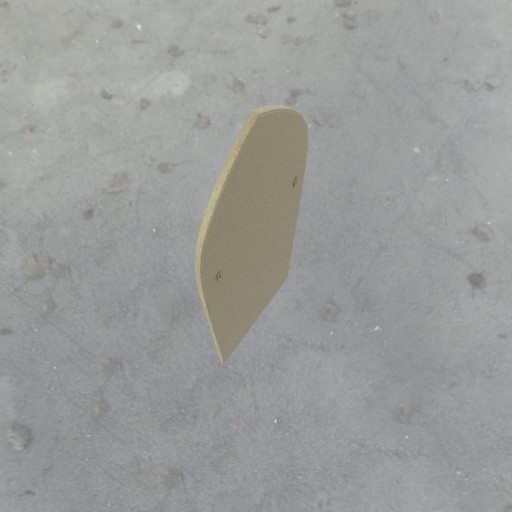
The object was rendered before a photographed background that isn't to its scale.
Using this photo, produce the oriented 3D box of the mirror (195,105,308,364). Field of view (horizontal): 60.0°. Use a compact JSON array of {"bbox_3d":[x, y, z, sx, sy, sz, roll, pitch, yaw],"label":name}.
[{"bbox_3d":[0.000,0.000,1.320,0.025,1.175,0.464,32,68,15],"label":"mirror"}]
